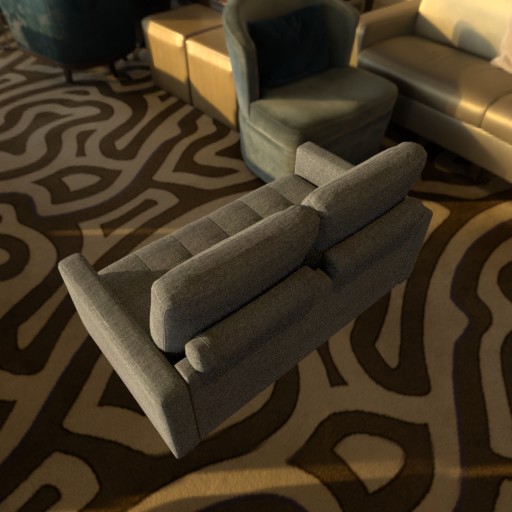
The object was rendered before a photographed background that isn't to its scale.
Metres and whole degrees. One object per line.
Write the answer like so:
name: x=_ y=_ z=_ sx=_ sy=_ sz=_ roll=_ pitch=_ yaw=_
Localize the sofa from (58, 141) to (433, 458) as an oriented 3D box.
sofa: x=0.000 y=0.000 z=1.922 sx=1.407 sy=0.907 sz=0.842 roll=-31 pitch=53 yaw=-27
